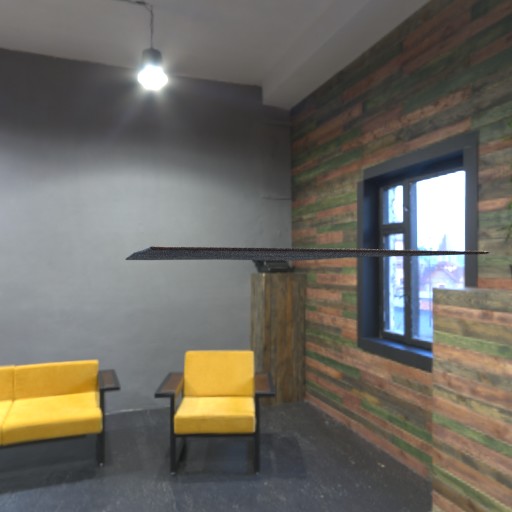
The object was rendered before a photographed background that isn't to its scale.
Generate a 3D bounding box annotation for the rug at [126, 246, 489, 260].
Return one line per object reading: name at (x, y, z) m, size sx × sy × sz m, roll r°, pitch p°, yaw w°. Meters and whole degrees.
rug at (0.000, 0.000, 3.014) m, size 1.624 × 0.030 × 2.349 m, roll 0°, pitch -1°, yaw -18°
